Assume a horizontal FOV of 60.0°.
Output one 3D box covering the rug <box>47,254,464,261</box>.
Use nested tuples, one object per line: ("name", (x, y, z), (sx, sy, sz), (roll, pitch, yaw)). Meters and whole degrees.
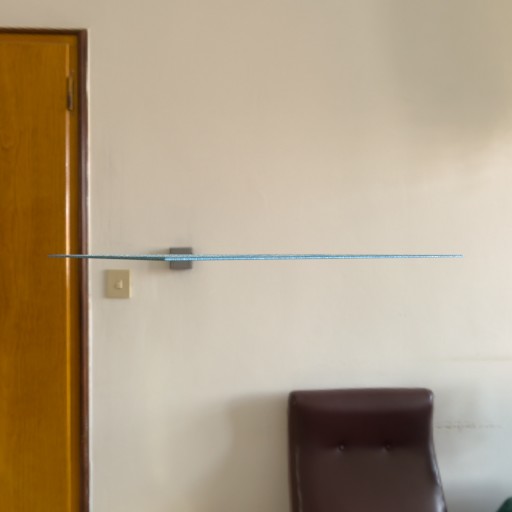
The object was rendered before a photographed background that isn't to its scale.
("rug", (0.000, 0.000, 3.997), (2.964, 0.018, 2.350), (0, 1, -38))
